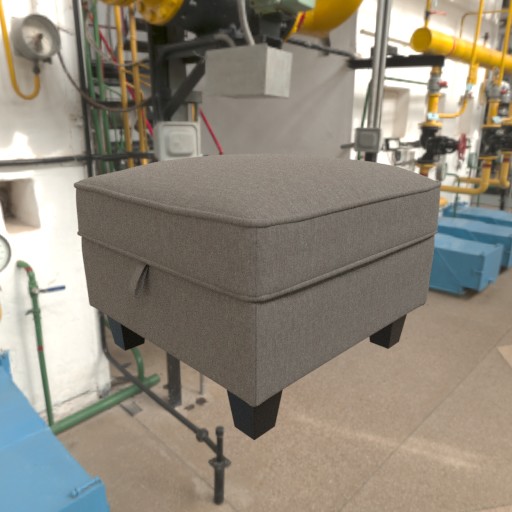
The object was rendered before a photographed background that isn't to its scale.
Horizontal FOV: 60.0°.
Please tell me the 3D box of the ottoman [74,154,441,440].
[{"bbox_3d":[0.000,0.000,1.391,0.871,0.612,0.808,-16,23,-42],"label":"ottoman"}]
